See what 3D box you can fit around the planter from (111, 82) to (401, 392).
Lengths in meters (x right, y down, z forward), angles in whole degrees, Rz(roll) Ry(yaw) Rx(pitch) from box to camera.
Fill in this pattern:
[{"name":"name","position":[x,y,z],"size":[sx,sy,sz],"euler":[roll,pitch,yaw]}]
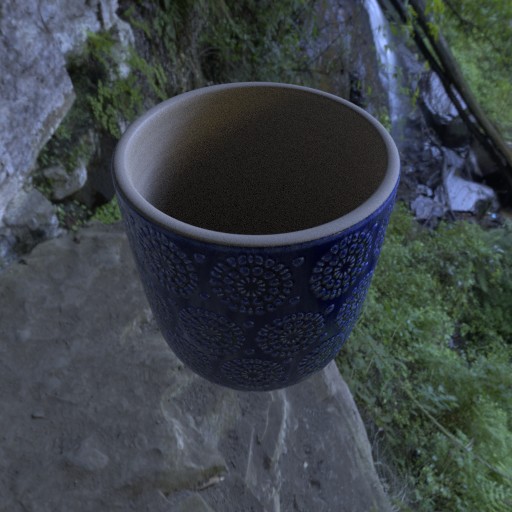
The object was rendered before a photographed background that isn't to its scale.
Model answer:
[{"name":"planter","position":[0.000,0.000,0.357],"size":[0.184,0.206,0.184],"euler":[0,47,0]}]
